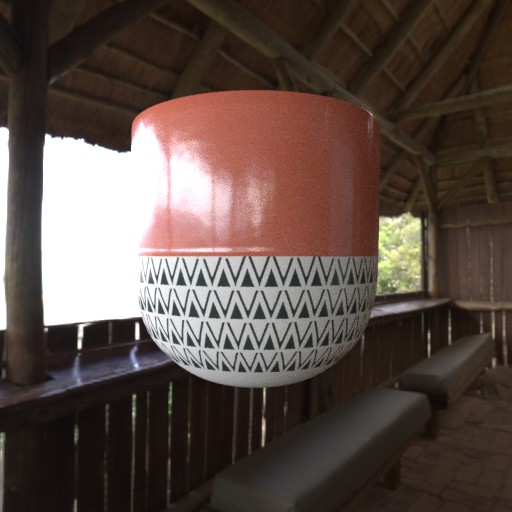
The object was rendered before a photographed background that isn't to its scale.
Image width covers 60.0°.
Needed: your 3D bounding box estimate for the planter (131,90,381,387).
[{"bbox_3d":[0.000,0.000,0.492,0.266,0.270,0.266,0,0,0],"label":"planter"}]
